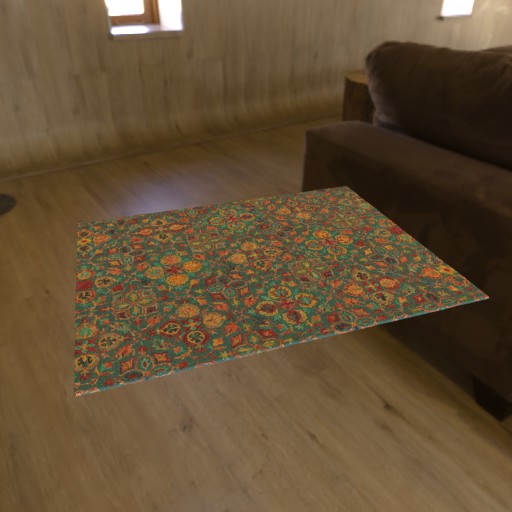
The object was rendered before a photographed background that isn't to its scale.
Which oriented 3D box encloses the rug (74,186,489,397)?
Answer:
[{"bbox_3d":[0.000,0.000,4.166,3.204,0.025,2.434,-10,33,-16],"label":"rug"}]
